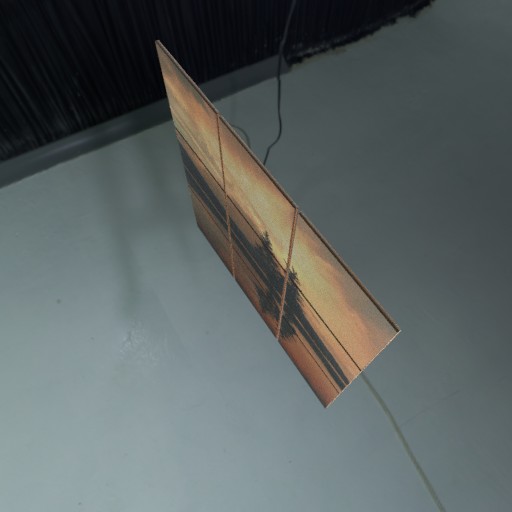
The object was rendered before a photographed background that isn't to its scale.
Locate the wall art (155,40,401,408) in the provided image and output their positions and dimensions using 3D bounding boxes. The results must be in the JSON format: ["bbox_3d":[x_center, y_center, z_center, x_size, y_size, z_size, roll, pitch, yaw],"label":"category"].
[{"bbox_3d":[0.000,0.000,1.809,0.013,1.218,1.216,-31,67,-14],"label":"wall art"}]
